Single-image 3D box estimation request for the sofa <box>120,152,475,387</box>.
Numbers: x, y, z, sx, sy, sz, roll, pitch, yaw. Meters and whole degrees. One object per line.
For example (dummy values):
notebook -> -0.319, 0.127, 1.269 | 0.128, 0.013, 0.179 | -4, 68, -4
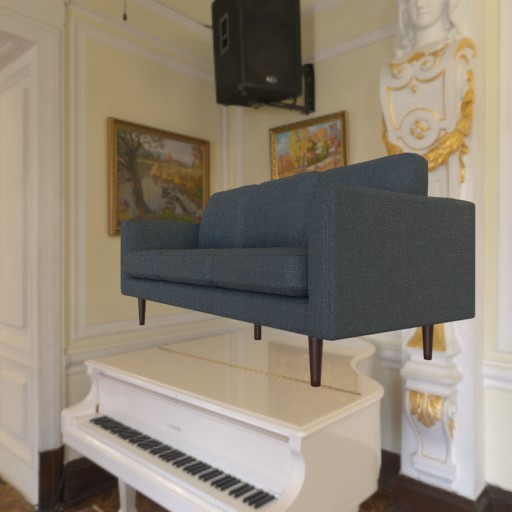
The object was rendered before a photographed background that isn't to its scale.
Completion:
sofa -> 0.000, 0.000, 2.490 | 0.935, 0.945, 2.013 | 0, 0, -36
